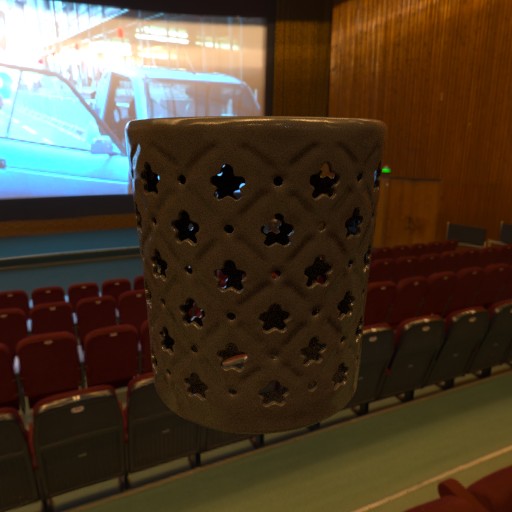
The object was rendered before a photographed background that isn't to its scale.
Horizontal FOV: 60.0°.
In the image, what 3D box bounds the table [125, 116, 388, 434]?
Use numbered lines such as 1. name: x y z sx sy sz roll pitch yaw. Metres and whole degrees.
1. table: 0.000 0.000 0.660 0.352 0.387 0.352 0 15 0
